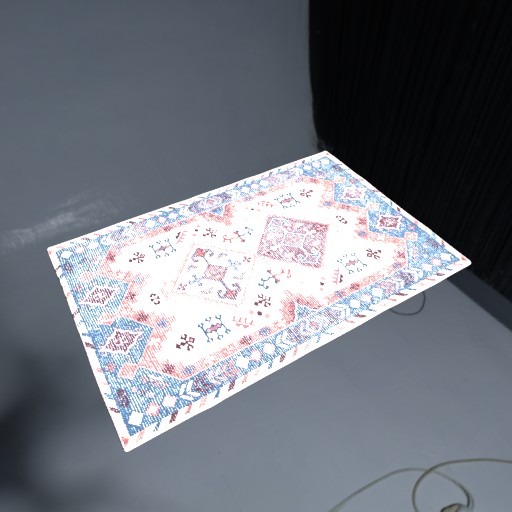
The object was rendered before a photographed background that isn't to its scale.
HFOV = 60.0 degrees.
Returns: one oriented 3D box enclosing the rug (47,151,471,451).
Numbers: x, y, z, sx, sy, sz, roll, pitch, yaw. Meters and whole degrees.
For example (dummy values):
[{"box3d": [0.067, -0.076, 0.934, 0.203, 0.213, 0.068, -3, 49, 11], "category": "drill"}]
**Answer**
[{"box3d": [0.000, 0.000, 2.289, 1.840, 0.015, 1.225, -23, 50, -21], "category": "rug"}]
